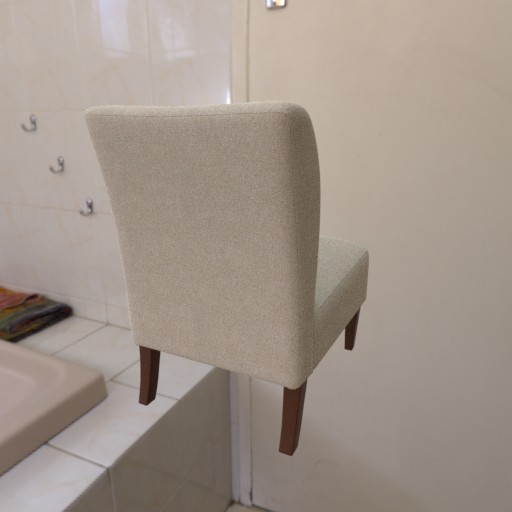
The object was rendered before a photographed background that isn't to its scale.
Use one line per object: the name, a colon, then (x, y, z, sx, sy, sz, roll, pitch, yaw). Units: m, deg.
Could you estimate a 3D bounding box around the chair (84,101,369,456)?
chair: (0.000, 0.000, 1.317, 0.521, 0.833, 0.754, 8, 18, 26)
